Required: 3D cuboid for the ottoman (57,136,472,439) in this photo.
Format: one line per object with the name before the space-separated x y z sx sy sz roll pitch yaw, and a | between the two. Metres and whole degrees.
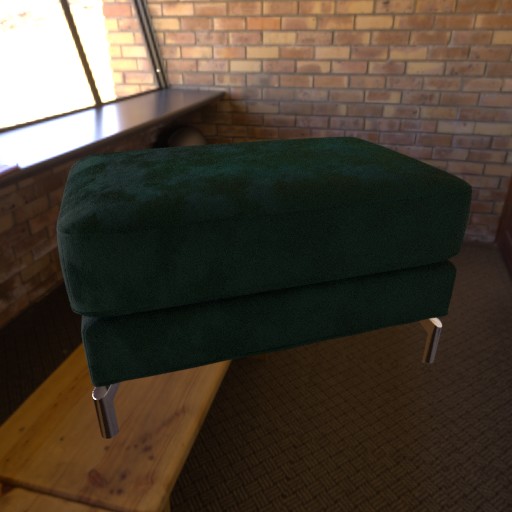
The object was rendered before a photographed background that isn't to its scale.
ottoman | 0.000 0.000 1.181 0.886 0.533 0.536 -8 28 -16
